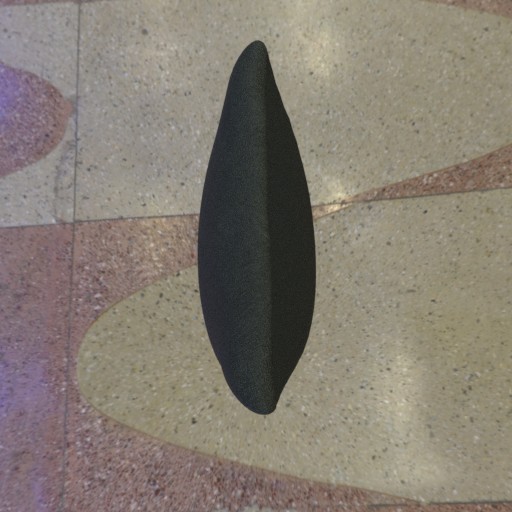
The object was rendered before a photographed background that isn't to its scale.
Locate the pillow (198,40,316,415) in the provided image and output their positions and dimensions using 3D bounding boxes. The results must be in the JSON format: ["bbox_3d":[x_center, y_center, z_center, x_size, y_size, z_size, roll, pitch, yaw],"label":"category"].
[{"bbox_3d":[0.000,0.000,0.822,0.210,0.523,0.533,-2,76,0],"label":"pillow"}]
